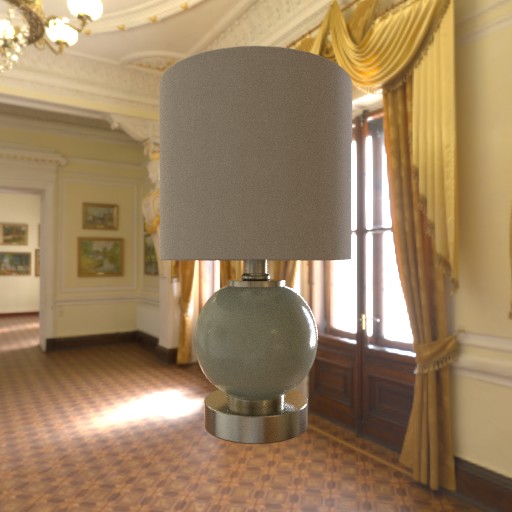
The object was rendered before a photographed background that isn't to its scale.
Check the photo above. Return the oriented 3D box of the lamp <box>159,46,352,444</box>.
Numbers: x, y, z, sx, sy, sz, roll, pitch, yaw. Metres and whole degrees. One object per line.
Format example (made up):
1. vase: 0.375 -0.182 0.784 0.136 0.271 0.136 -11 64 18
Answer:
1. lamp: 0.000 0.000 0.470 0.201 0.353 0.201 0 -1 -20
